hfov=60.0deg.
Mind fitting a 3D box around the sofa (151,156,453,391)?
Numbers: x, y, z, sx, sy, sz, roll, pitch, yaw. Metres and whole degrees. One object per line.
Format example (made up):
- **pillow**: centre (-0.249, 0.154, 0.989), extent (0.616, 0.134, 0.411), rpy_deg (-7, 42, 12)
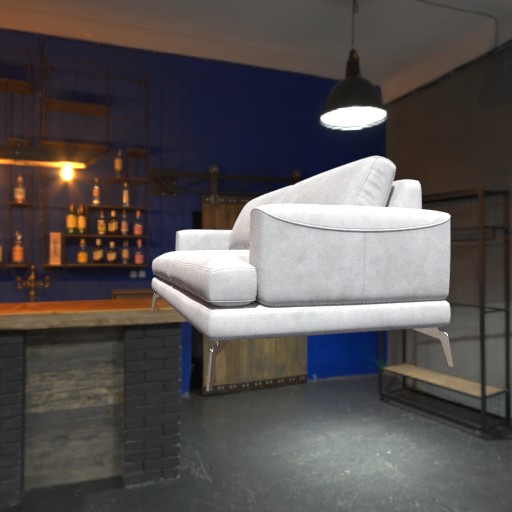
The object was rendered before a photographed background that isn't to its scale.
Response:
- **sofa**: centre (0.000, 0.000, 2.479), extent (0.980, 0.830, 2.013), rpy_deg (0, 1, -18)
